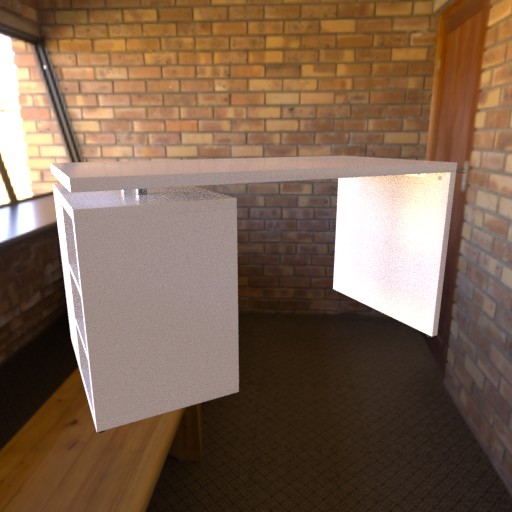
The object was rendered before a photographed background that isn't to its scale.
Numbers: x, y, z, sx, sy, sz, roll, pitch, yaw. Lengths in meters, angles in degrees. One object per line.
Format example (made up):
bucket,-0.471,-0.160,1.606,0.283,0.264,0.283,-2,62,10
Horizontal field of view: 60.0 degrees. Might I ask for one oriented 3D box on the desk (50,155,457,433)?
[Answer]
desk,0.000,0.000,1.797,1.400,0.740,0.690,-8,17,-27
